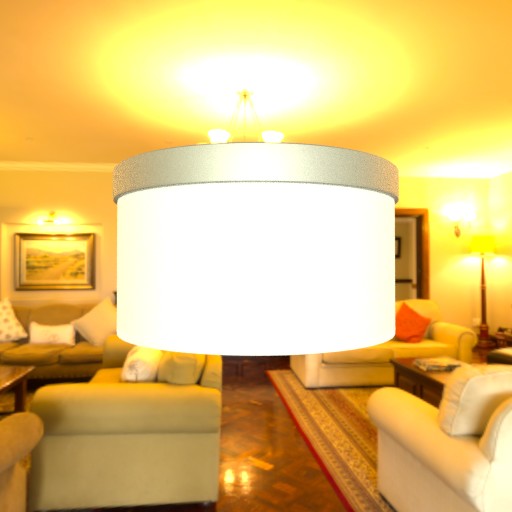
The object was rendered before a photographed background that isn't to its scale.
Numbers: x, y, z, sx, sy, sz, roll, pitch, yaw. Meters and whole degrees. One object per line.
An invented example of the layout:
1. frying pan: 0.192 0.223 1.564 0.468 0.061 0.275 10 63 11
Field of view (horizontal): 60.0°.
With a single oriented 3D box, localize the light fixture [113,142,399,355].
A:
1. light fixture: 0.000 0.000 0.639 0.393 0.229 0.393 0 -1 0
